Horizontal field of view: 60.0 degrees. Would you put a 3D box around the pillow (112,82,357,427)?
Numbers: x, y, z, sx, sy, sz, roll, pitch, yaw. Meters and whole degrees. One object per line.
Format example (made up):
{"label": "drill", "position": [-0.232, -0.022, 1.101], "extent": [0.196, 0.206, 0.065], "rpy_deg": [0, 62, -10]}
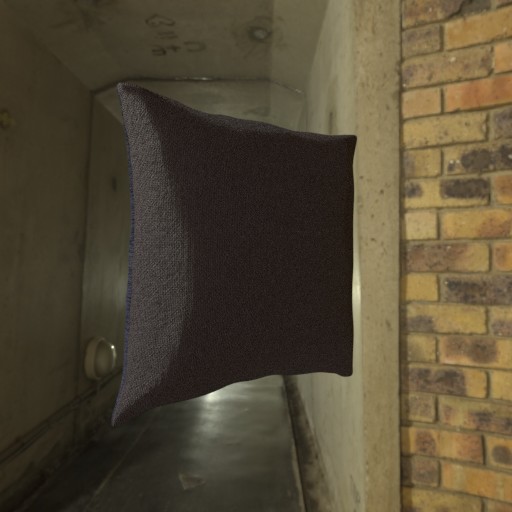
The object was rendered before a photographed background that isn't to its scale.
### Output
{"label": "pillow", "position": [0.000, 0.000, 0.687], "extent": [0.452, 0.439, 0.204], "rpy_deg": [0, 0, -36]}
